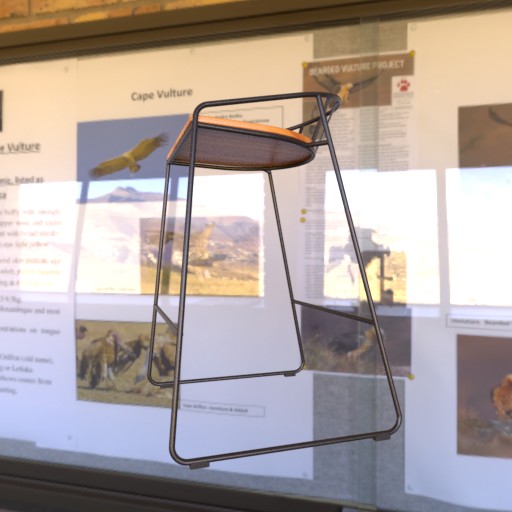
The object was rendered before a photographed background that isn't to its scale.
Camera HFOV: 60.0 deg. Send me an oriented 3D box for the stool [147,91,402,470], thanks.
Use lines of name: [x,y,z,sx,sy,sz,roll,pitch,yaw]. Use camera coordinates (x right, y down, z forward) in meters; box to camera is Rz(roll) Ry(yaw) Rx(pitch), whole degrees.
stool: [0.000,0.000,1.170,0.521,0.812,0.546,0,0,-18]
